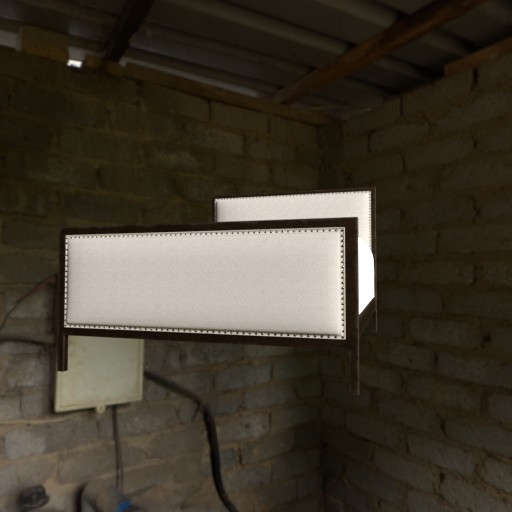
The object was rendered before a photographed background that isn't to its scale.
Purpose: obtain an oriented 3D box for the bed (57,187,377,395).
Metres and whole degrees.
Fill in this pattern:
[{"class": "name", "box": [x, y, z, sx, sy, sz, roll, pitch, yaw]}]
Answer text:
[{"class": "bed", "box": [0.000, 0.000, 3.218, 1.607, 1.313, 2.221, -1, -2, 17]}]
